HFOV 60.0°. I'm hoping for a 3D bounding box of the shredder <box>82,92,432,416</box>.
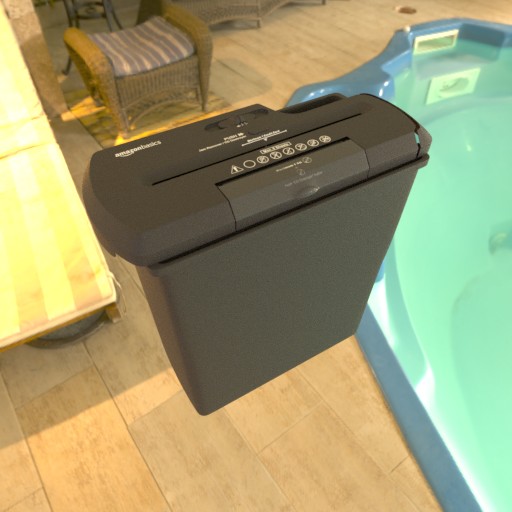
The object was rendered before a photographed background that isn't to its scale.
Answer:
[{"bbox_3d":[0.000,0.000,0.520,0.320,0.335,0.170,-23,52,-20],"label":"shredder"}]
